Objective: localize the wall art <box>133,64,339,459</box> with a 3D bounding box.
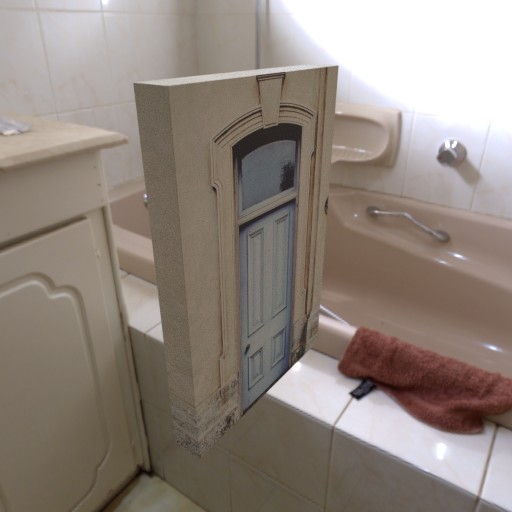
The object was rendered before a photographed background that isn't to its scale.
[{"bbox_3d":[0.000,0.000,0.496,0.038,0.381,0.254,19,32,32],"label":"wall art"}]
